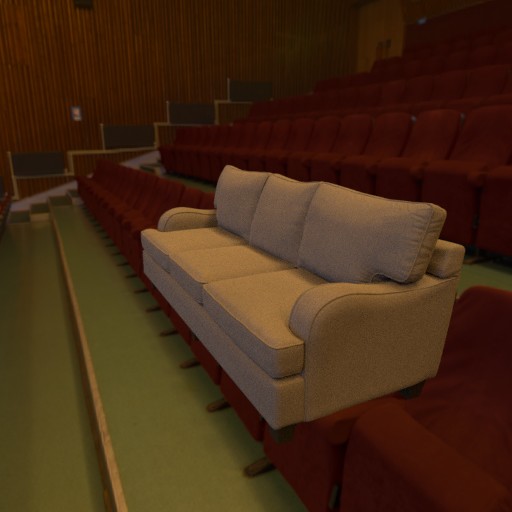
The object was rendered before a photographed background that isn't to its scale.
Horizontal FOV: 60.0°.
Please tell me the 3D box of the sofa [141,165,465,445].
[{"bbox_3d":[0.000,0.000,2.861,1.016,0.991,2.323,-8,18,-25],"label":"sofa"}]
